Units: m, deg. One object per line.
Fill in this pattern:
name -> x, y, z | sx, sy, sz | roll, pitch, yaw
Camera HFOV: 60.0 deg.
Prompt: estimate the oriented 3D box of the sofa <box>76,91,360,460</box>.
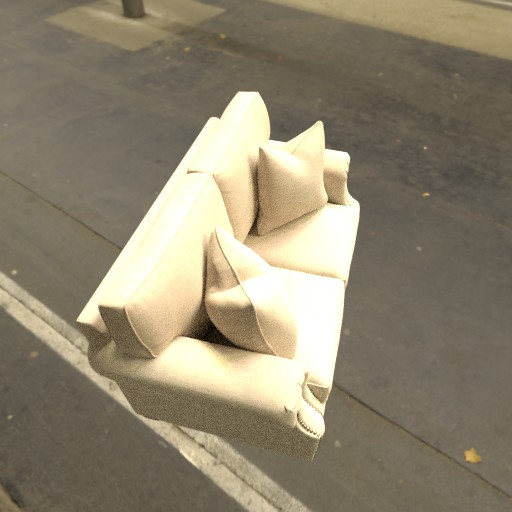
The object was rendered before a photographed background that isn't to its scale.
sofa -> 0.000, 0.000, 2.249 | 0.966, 0.966, 1.701 | 11, 47, 10
